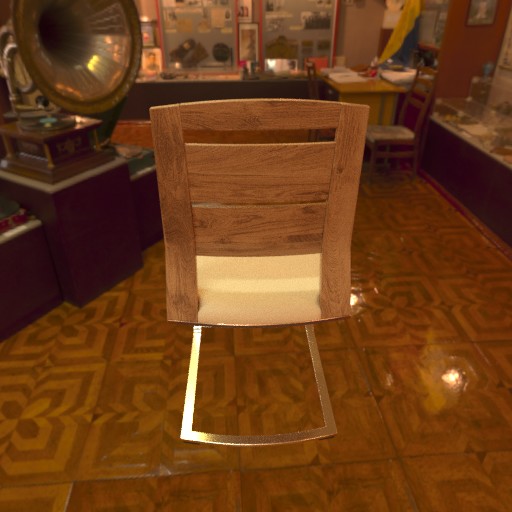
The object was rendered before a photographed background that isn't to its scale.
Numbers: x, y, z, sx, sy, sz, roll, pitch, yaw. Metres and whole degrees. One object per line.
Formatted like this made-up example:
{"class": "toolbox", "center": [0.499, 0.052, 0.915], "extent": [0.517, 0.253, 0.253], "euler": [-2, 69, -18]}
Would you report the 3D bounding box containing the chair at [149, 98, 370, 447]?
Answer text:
{"class": "chair", "center": [0.000, 0.000, 1.261], "extent": [0.457, 0.955, 0.561], "euler": [-1, 31, -2]}
